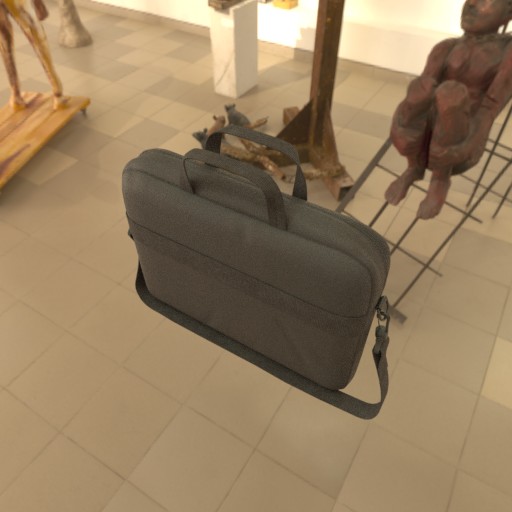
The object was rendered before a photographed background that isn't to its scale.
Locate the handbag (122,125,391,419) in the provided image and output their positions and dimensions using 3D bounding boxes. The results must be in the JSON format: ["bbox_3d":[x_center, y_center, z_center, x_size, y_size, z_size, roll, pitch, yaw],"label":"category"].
[{"bbox_3d":[0.000,0.000,0.433,0.320,0.244,0.089,24,50,21],"label":"handbag"}]
